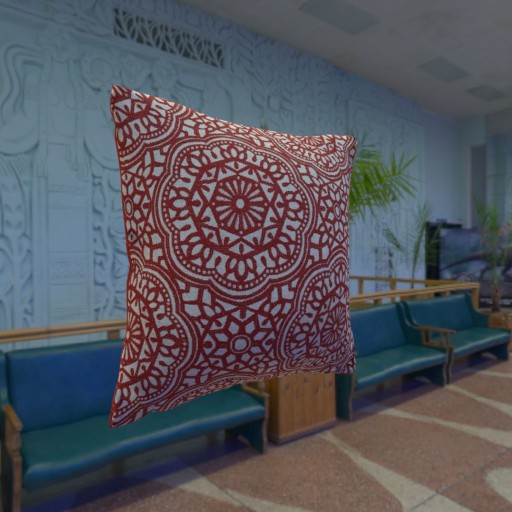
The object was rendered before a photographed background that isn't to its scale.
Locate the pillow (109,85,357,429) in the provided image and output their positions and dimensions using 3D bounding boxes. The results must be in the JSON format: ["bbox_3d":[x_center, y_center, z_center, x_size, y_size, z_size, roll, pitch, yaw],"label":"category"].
[{"bbox_3d":[0.000,0.000,0.664,0.438,0.419,0.162,-1,1,-36],"label":"pillow"}]
